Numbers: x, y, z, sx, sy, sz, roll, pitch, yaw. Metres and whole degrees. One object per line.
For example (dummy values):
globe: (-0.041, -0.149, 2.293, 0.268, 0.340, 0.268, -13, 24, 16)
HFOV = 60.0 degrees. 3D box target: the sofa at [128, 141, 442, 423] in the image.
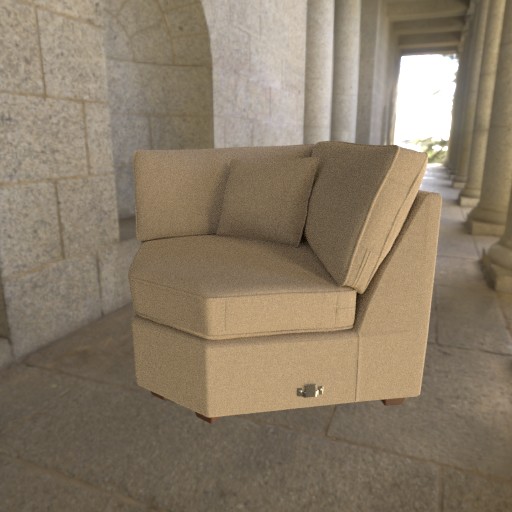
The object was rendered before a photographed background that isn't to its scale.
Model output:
sofa: (0.000, 0.000, 1.870, 1.050, 0.937, 1.042, -2, 15, -8)
